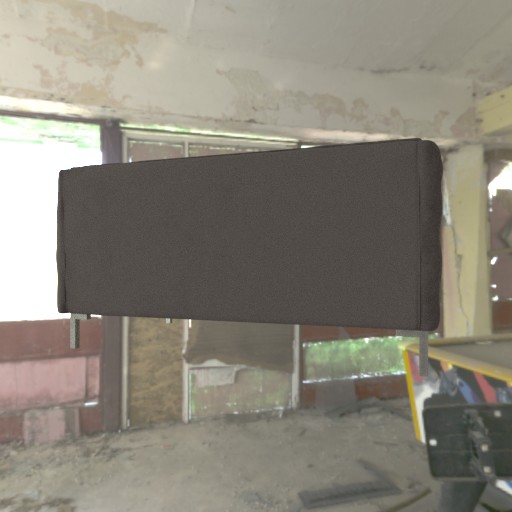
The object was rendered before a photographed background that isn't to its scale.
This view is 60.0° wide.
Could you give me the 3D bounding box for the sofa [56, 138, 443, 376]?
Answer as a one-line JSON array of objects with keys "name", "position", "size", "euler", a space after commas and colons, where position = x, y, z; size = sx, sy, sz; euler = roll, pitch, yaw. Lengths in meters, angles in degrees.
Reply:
[{"name": "sofa", "position": [0.000, 0.000, 2.103], "size": [1.583, 0.810, 0.909], "euler": [0, 0, 19]}]
